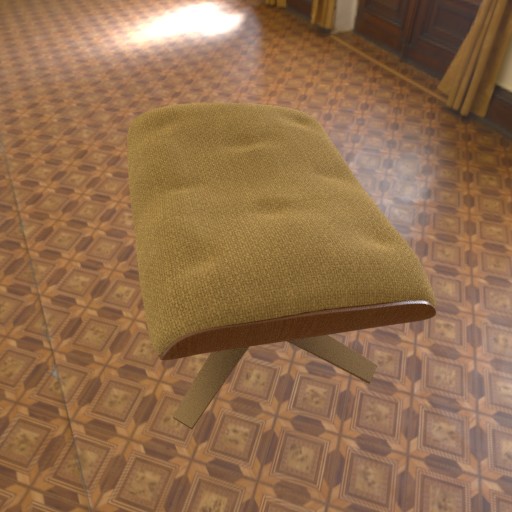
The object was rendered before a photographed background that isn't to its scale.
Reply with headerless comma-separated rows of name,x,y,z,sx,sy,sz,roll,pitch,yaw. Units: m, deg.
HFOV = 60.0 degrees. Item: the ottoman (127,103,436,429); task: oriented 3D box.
ottoman,0.000,0.000,0.798,0.394,0.391,0.520,-11,46,-10
